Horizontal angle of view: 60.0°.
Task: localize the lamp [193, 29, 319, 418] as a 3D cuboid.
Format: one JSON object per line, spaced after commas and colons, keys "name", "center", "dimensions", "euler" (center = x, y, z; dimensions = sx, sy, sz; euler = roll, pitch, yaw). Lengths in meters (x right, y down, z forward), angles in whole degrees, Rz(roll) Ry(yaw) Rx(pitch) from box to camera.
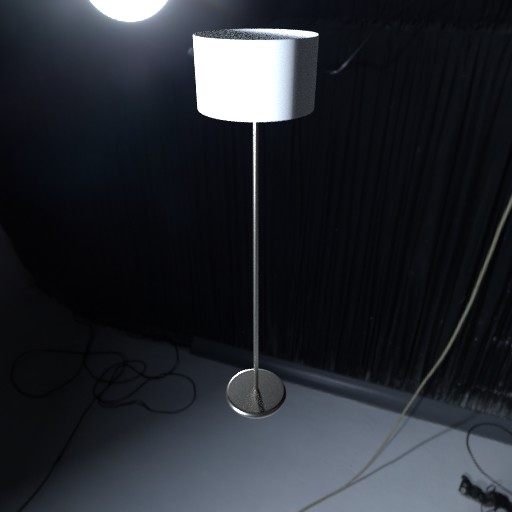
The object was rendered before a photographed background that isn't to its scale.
{"name": "lamp", "center": [0.000, 0.000, 1.605], "dimensions": [0.347, 1.443, 0.347], "euler": [10, 33, 17]}
